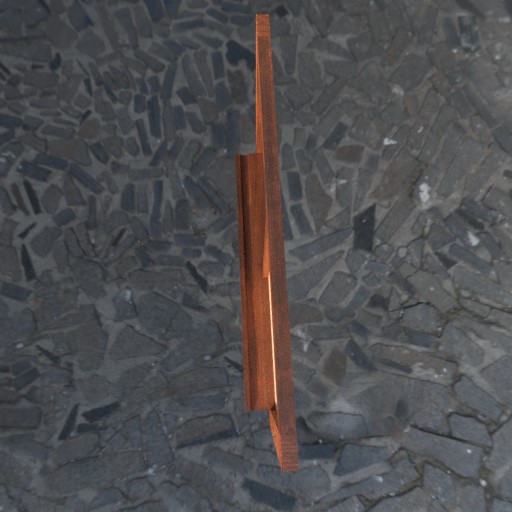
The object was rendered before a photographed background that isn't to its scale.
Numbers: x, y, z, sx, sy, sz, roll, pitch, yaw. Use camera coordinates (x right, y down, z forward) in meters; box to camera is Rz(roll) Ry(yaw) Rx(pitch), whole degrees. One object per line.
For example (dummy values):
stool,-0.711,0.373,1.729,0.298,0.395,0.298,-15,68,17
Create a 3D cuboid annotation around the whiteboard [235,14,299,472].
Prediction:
whiteboard,0.000,0.000,0.980,0.083,0.553,0.768,-3,75,-1
